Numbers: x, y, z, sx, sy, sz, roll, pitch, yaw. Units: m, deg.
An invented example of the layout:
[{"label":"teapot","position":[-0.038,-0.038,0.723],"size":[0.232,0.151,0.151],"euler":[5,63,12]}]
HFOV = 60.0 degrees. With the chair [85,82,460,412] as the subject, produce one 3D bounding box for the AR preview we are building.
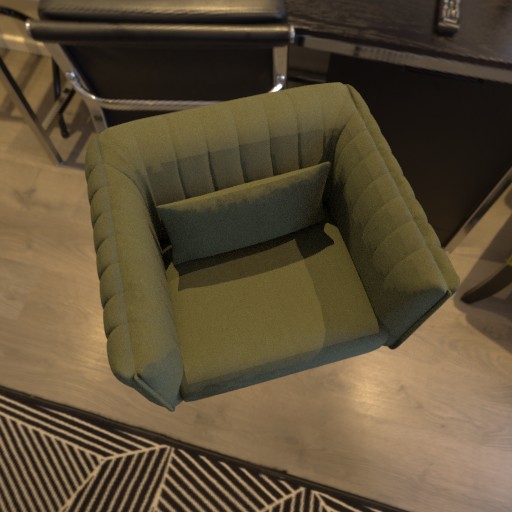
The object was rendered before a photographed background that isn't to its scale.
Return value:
[{"label":"chair","position":[0.000,0.000,1.662],"size":[1.032,0.794,0.877],"euler":[-14,64,-7]}]
